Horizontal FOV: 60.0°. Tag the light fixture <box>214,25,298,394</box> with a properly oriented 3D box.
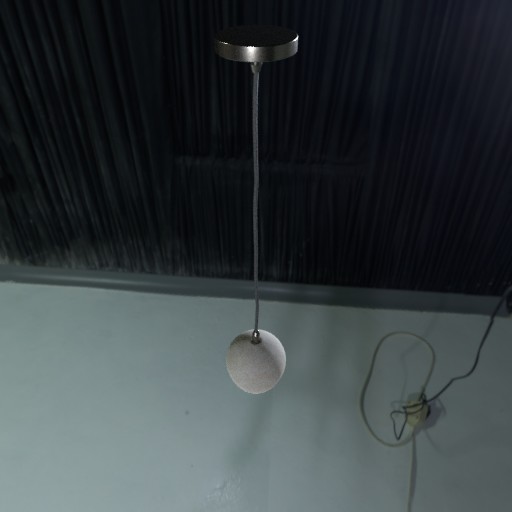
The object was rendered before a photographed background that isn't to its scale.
[{"bbox_3d":[0.000,0.000,0.831,0.139,0.764,0.139,1,40,1],"label":"light fixture"}]
